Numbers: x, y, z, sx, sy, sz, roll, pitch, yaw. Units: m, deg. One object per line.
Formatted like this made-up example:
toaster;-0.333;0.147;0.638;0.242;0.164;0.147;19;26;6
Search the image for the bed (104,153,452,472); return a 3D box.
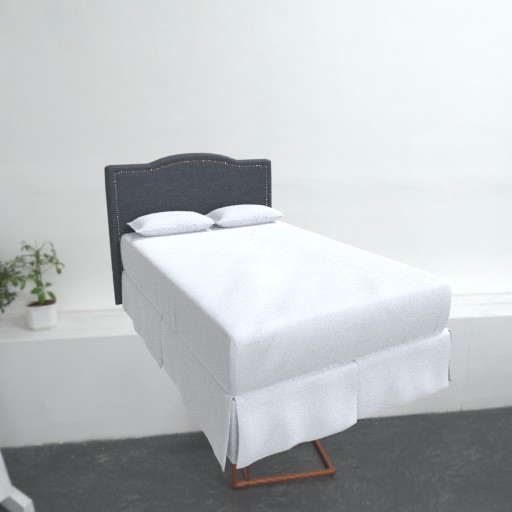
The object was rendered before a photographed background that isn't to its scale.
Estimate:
bed;0.000;0.000;3.447;1.747;1.441;2.507;-9;19;-28
